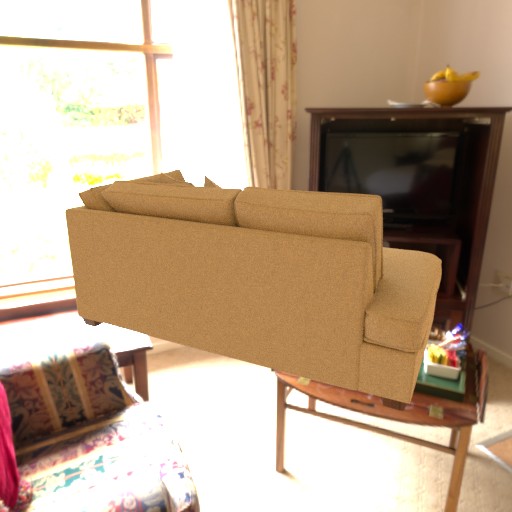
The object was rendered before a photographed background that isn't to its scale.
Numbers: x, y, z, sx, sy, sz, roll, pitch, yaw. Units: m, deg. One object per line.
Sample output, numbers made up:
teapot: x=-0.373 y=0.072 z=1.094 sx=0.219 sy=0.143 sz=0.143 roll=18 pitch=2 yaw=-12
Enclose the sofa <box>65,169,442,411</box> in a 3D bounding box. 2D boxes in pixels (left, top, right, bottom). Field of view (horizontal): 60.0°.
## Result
sofa: x=0.000 y=0.000 z=2.919 sx=2.237 sy=1.033 sz=1.110 roll=9 pitch=19 yaw=26
